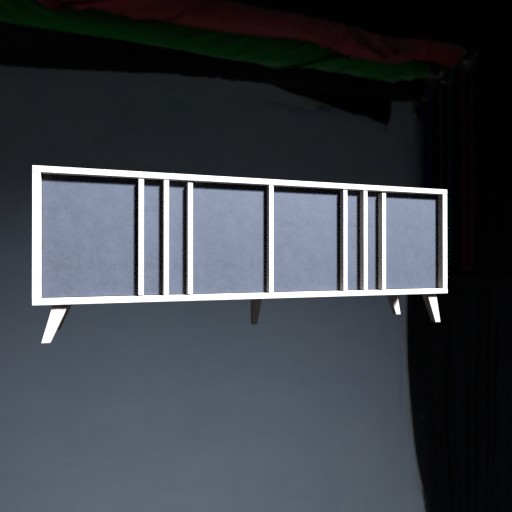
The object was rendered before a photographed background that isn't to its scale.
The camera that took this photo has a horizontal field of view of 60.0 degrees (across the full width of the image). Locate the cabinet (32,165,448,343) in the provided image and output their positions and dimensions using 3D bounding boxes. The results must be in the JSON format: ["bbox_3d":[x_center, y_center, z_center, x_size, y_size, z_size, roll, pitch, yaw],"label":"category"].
[{"bbox_3d":[0.000,0.000,2.492,2.198,0.779,0.499,0,0,-18],"label":"cabinet"}]
